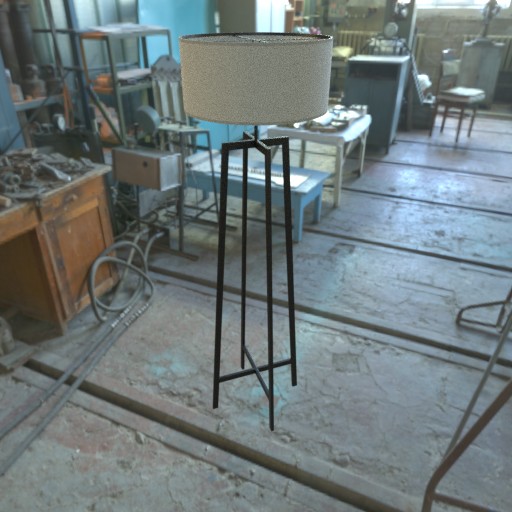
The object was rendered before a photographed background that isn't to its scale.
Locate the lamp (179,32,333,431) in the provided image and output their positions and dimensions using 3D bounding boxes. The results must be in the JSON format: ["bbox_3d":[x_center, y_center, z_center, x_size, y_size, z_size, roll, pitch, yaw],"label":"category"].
[{"bbox_3d":[0.000,0.000,1.699,0.456,1.510,0.457,-10,31,-17],"label":"lamp"}]
